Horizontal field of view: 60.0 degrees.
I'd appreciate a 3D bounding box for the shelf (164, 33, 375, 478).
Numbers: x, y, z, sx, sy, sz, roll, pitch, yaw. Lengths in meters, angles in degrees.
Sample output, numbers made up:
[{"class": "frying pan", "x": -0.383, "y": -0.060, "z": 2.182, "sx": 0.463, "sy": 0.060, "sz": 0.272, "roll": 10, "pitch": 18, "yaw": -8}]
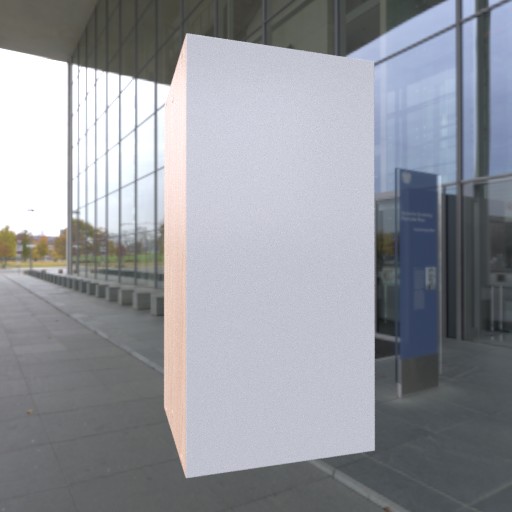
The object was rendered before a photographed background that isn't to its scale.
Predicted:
[{"class": "shelf", "x": 0.000, "y": 0.000, "z": 0.776, "sx": 0.290, "sy": 0.594, "sz": 0.297, "roll": 0, "pitch": 0, "yaw": -17}]
